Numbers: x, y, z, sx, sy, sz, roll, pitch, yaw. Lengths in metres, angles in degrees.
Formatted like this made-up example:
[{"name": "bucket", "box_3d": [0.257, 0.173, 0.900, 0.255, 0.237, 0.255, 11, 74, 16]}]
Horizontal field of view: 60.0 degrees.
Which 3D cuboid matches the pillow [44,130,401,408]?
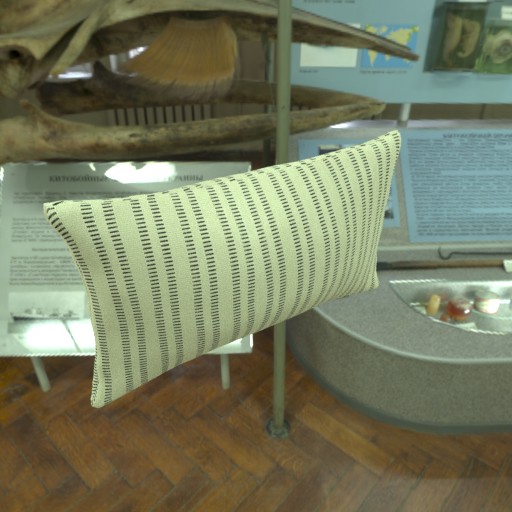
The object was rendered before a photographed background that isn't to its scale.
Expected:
[{"name": "pillow", "box_3d": [0.000, 0.000, 0.778, 0.640, 0.353, 0.210, -18, 35, -28]}]
